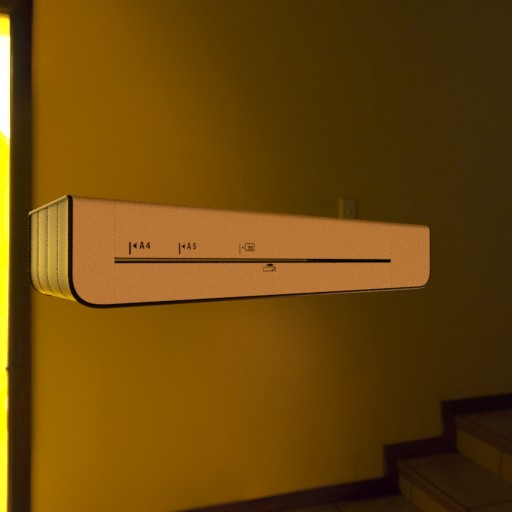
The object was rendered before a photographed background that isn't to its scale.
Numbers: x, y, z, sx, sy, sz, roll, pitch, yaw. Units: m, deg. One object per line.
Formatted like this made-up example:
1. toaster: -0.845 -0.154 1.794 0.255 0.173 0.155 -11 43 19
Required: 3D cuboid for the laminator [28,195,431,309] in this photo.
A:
1. laminator: 0.000 0.000 0.384 0.340 0.062 0.123 1 -1 -37
